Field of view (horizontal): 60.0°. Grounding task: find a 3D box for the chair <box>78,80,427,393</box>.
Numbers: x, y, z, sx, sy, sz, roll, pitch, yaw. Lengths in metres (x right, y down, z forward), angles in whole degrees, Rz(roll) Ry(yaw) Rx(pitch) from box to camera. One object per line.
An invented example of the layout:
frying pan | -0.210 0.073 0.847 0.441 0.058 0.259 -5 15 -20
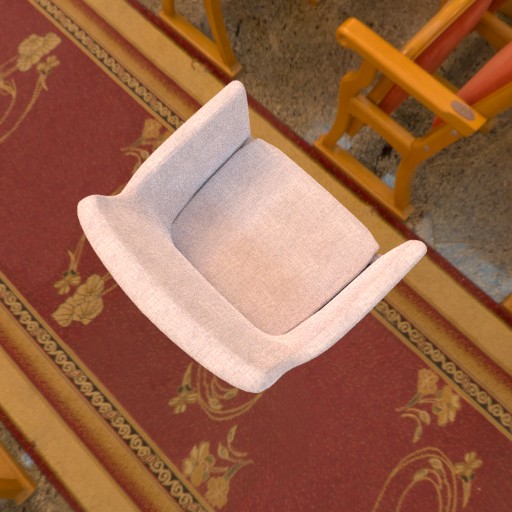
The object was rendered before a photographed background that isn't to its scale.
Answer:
chair | 0.000 0.000 1.148 0.570 0.780 0.540 44 80 10
